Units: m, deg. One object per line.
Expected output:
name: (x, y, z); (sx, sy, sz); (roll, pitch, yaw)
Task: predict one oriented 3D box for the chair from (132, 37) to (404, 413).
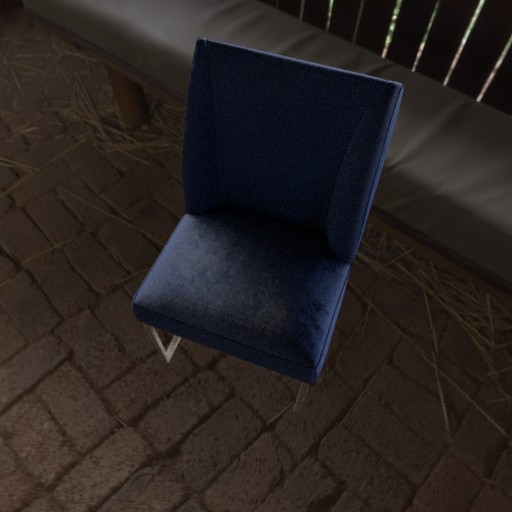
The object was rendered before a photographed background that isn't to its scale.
chair: (0.000, 0.000, 1.193); (0.508, 0.863, 0.522); (18, 60, 11)
